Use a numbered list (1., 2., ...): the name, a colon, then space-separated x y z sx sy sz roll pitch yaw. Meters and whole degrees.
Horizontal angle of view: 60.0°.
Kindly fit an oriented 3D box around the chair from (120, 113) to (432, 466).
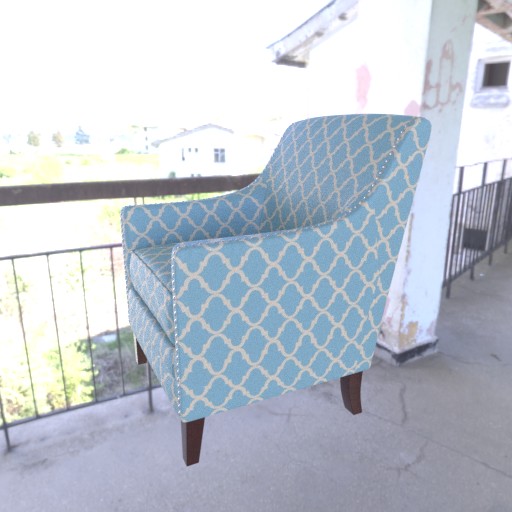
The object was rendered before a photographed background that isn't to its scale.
1. chair: 0.000 0.000 1.324 0.686 0.817 0.617 -8 17 -25
